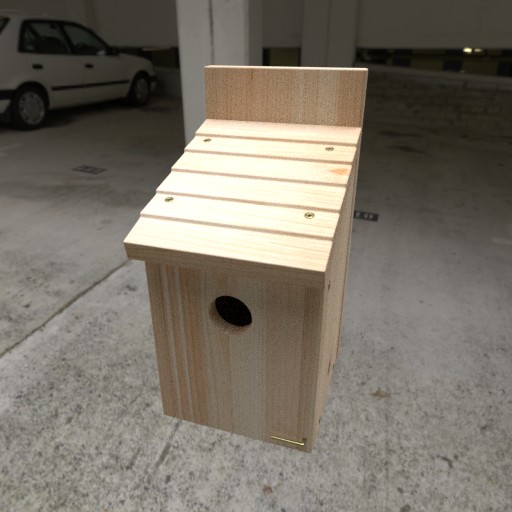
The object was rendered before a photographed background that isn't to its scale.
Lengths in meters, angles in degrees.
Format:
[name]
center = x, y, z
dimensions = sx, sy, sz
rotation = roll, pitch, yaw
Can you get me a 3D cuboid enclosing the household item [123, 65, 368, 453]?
[household item]
center = 0.000, 0.000, 0.393
dimensions = 0.149, 0.300, 0.171
rotation = 8, 27, 16
